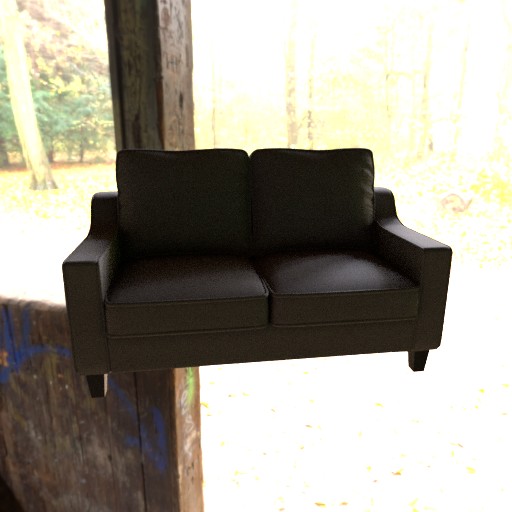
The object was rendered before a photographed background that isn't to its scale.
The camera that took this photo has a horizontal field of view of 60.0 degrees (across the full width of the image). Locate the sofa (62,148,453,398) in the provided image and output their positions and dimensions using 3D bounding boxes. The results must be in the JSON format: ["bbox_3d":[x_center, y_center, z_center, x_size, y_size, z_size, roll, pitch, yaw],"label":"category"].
[{"bbox_3d":[0.000,0.000,2.032,1.500,0.948,0.791,-2,16,-8],"label":"sofa"}]
